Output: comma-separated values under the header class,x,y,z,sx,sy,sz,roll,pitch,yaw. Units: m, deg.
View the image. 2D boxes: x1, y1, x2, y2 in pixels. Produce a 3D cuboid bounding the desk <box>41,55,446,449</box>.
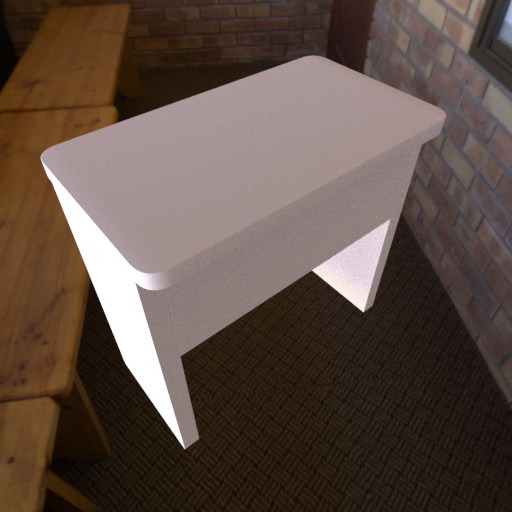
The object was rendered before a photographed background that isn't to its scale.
class,x,y,z,sx,sy,sz,roll,pitch,yaw
desk,0.000,0.000,1.219,0.790,0.760,0.446,-30,53,-26
